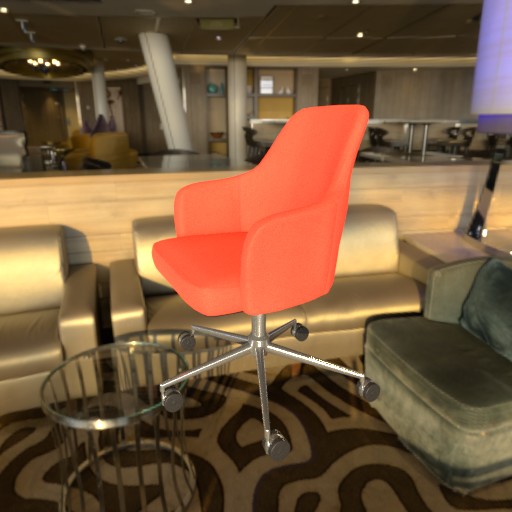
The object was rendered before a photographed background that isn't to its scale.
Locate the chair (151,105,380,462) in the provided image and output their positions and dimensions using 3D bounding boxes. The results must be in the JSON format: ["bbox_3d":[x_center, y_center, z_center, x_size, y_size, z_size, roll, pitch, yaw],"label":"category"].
[{"bbox_3d":[0.000,0.000,1.259,0.600,0.820,0.655,-8,19,-25],"label":"chair"}]
